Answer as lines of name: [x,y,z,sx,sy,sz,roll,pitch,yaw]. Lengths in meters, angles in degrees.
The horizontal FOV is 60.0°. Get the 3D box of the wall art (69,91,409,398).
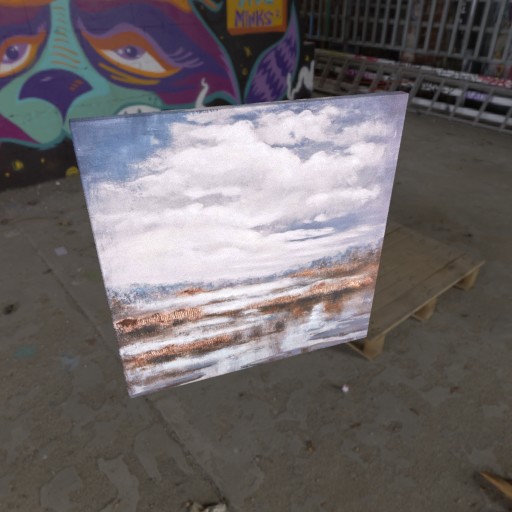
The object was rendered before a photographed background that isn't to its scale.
wall art: [0.000,0.000,1.352,0.888,0.897,0.035,-11,33,-16]
